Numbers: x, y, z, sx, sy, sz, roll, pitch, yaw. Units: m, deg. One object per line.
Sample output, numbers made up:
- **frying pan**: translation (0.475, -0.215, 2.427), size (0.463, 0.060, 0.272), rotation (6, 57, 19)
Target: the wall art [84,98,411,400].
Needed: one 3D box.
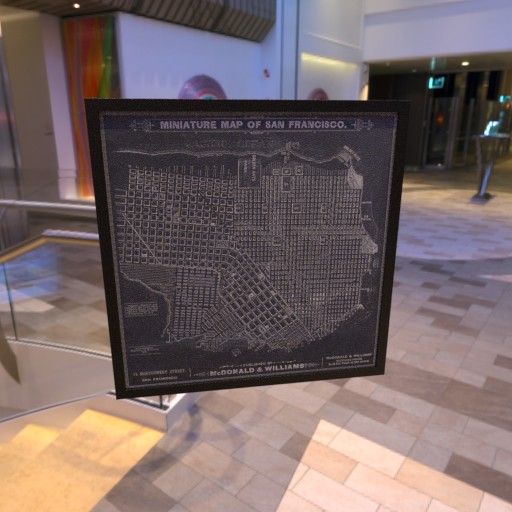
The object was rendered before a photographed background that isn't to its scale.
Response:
- **wall art**: translation (0.000, 0.000, 1.211), size (0.807, 0.807, 0.022), rotation (-3, 17, -9)
